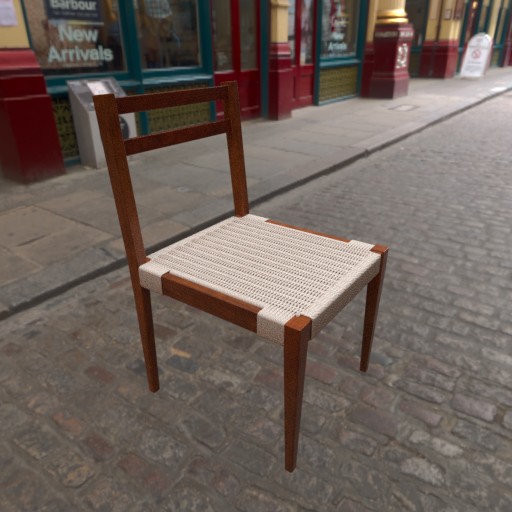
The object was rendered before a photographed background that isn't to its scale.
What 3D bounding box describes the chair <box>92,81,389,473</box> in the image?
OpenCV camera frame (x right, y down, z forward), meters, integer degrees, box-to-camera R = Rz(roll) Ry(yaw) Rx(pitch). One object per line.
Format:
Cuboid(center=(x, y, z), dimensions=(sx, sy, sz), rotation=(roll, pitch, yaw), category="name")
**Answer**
Cuboid(center=(0.000, 0.000, 1.220), dimensions=(0.569, 0.851, 0.495), rotation=(17, 30, 32), category="chair")
